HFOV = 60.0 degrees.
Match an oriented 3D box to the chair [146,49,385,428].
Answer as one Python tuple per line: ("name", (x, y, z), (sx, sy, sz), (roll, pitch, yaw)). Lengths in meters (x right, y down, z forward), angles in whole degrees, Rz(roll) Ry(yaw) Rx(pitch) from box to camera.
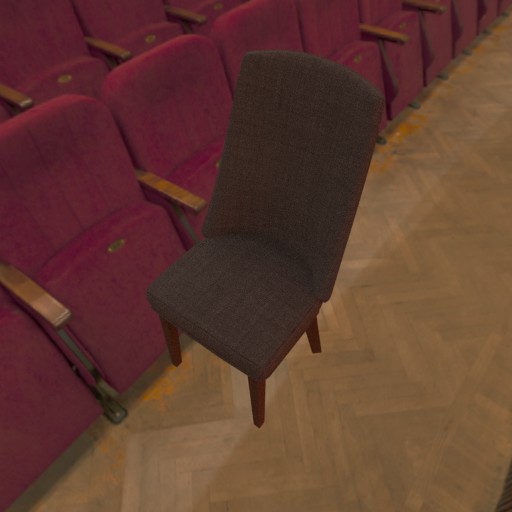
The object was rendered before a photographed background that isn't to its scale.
("chair", (0.000, 0.000, 1.390), (0.510, 1.050, 0.577), (29, 53, 24))
